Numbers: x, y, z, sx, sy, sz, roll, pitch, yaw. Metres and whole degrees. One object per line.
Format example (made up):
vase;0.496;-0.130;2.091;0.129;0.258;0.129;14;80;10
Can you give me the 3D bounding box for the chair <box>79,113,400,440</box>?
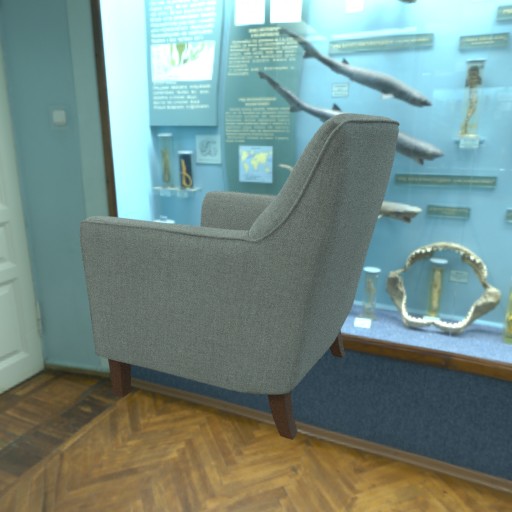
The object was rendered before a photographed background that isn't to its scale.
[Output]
chair;0.000;0.000;1.771;0.993;1.047;0.887;7;17;25
